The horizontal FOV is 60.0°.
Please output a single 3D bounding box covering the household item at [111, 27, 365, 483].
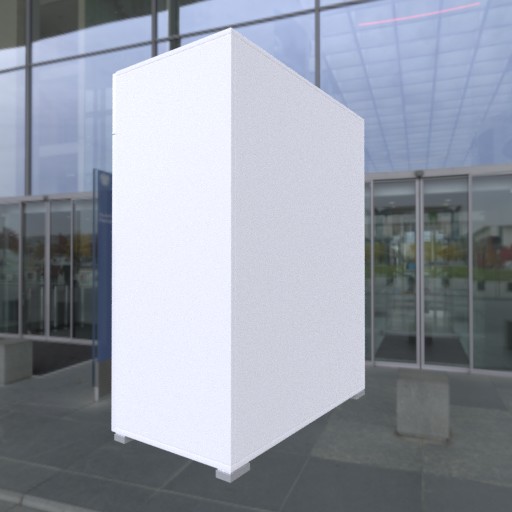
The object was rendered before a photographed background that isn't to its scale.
[{"bbox_3d":[0.000,0.000,1.426,0.420,1.010,0.790,0,-1,35],"label":"household item"}]
